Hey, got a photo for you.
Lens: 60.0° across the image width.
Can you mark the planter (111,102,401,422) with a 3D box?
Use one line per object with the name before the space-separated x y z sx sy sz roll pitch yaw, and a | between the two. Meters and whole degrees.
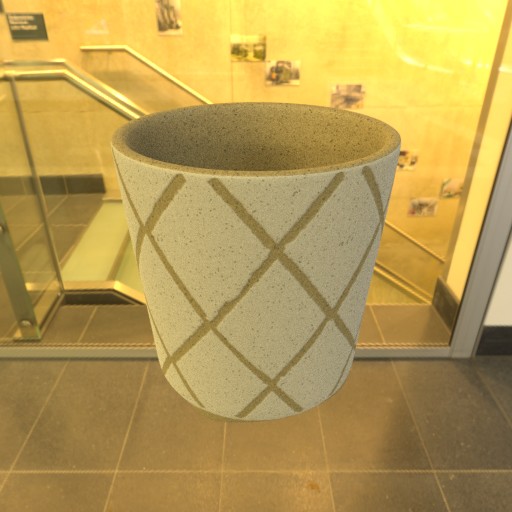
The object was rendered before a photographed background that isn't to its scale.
planter | 0.000 0.000 0.350 0.191 0.199 0.191 0 30 0
